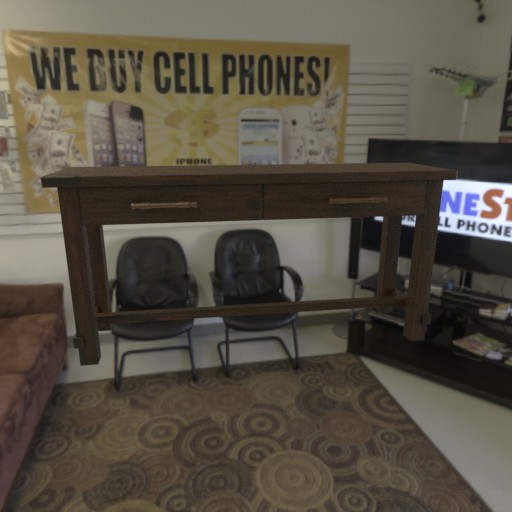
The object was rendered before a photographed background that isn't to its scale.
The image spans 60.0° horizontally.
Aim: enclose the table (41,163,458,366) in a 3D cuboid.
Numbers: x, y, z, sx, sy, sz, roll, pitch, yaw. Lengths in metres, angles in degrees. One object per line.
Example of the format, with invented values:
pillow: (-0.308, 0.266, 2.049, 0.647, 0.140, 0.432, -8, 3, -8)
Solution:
table: (0.000, 0.000, 1.966, 1.599, 0.762, 0.442, -2, 16, -8)
